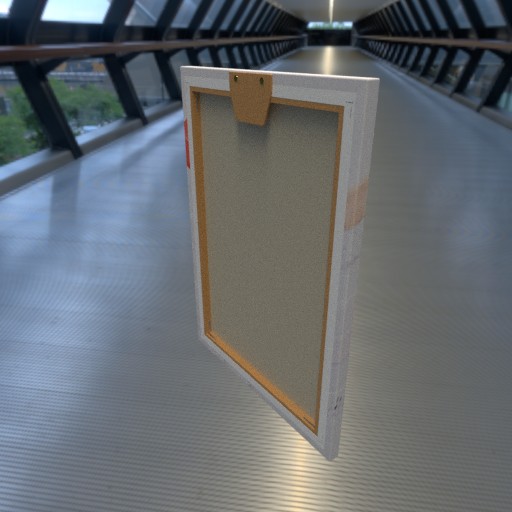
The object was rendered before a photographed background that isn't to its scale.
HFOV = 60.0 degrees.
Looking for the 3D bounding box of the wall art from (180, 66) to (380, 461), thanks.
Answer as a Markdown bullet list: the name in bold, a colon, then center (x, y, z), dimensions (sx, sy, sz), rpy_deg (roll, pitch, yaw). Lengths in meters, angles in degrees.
- **wall art**: center (0.000, 0.000, 1.100), dimensions (0.036, 0.848, 0.613), rpy_deg (-18, 31, -33)
